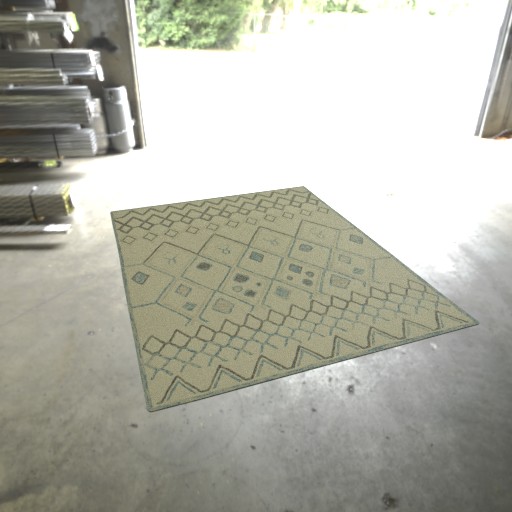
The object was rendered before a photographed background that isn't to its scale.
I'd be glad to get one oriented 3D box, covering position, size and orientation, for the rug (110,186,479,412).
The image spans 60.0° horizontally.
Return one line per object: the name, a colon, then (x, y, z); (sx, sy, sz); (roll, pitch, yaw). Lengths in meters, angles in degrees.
rug: (0.000, 0.000, 4.179); (2.441, 0.013, 3.056); (-10, 31, -17)
